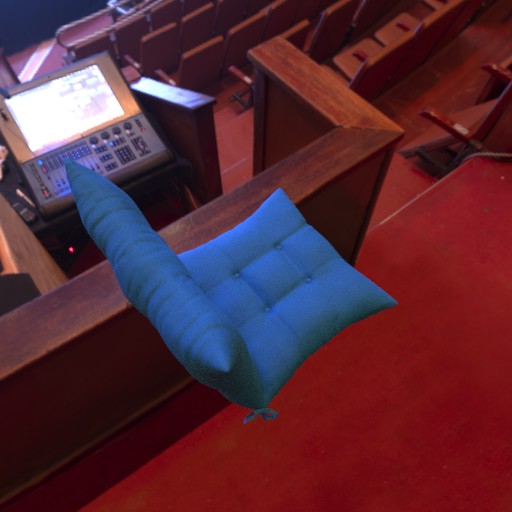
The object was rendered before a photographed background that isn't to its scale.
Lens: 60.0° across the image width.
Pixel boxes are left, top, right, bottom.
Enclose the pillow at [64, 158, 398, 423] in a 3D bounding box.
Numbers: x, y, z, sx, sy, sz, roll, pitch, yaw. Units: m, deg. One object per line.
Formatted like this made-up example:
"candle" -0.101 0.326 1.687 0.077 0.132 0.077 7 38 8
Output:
"pillow" 0.000 0.000 1.010 0.585 0.536 0.541 -34 64 -19
